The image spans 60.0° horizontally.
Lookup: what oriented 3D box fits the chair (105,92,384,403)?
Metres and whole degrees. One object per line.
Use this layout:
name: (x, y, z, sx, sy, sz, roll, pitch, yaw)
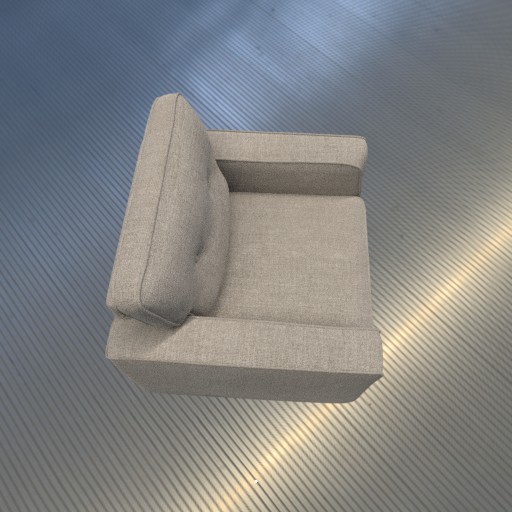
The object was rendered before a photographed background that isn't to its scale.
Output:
chair: (0.000, 0.000, 1.795, 0.939, 0.965, 1.015, 3, 63, 1)
